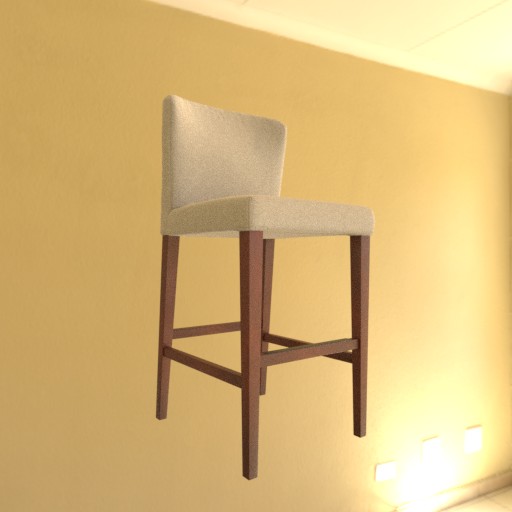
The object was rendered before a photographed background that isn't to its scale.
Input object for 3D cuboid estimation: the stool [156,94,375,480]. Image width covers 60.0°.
[{"bbox_3d":[0.000,0.000,1.389,0.479,1.069,0.568,0,0,-37],"label":"stool"}]
